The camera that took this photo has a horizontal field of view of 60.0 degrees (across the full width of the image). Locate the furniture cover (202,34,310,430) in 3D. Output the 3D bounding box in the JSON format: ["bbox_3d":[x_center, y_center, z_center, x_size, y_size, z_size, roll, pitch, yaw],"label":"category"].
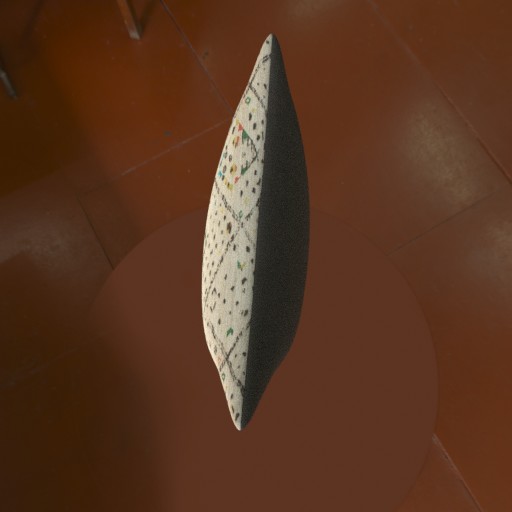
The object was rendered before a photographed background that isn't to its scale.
[{"bbox_3d":[0.000,0.000,0.783,0.180,0.498,0.525,4,76,1],"label":"furniture cover"}]
